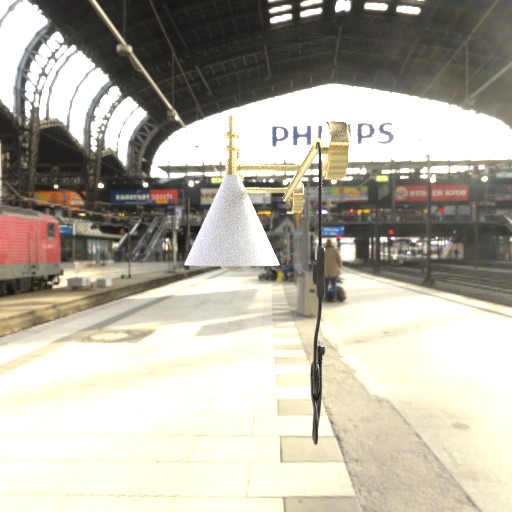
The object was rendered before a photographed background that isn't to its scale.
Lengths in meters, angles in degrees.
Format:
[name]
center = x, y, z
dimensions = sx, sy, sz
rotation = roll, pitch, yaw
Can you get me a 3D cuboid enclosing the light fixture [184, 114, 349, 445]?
[light fixture]
center = 0.000, 0.000, 0.860
dimensions = 0.239, 0.468, 0.642
rotation = 0, 1, 0
